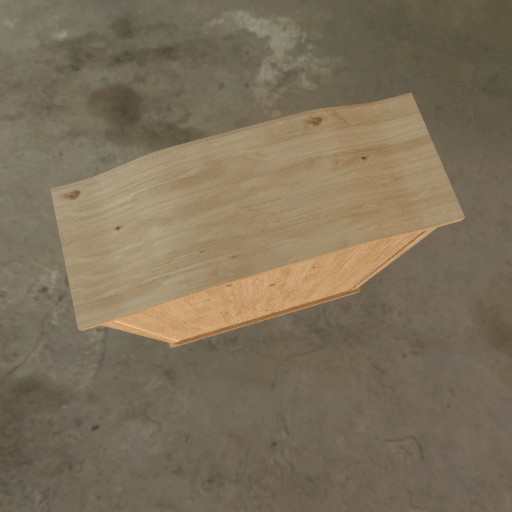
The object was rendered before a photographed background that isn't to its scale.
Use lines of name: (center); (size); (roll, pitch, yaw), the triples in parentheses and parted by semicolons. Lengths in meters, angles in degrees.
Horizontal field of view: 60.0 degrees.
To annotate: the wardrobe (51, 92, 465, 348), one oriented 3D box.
wardrobe: (0.000, 0.000, 2.546); (1.500, 1.870, 0.570); (-16, 77, -4)
